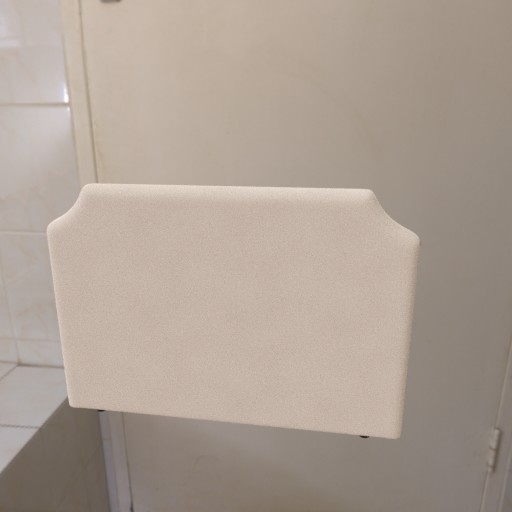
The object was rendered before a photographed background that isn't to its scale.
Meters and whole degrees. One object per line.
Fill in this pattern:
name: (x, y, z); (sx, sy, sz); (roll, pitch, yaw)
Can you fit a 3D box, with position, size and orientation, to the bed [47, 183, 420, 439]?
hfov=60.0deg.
bed: (0.000, 0.000, 3.241); (1.827, 1.296, 2.209); (3, 17, 8)
